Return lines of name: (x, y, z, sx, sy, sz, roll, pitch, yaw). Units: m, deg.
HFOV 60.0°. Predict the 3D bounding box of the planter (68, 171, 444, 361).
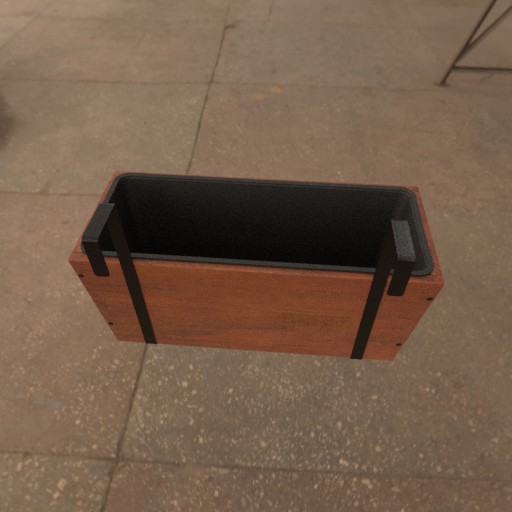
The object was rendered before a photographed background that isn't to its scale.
planter: (0.000, 0.000, 0.638, 0.480, 0.289, 0.262, 4, 46, 3)
